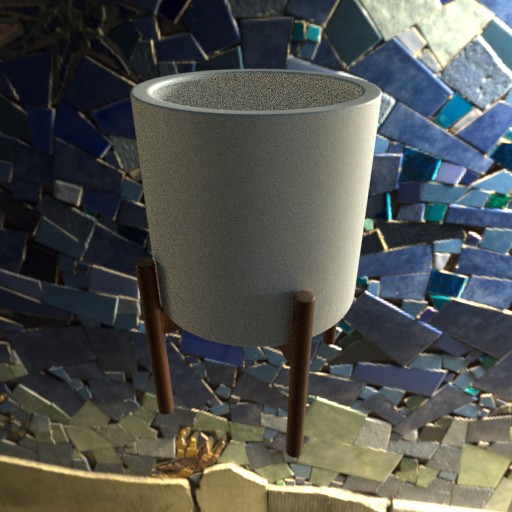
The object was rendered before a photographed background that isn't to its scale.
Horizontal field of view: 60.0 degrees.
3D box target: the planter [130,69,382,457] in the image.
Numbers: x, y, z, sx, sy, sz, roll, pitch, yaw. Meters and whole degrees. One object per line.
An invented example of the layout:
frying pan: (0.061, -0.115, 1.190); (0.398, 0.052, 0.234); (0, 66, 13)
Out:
planter: (0.000, 0.000, 0.925); (0.417, 0.670, 0.417); (10, 32, 17)
